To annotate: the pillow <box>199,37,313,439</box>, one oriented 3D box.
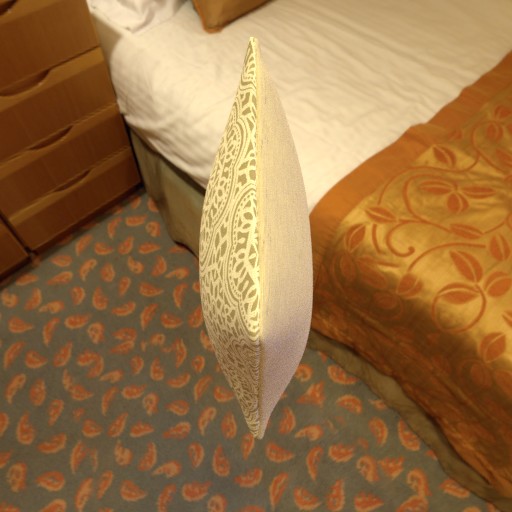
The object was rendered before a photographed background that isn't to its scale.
[{"bbox_3d":[0.000,0.000,0.656,0.167,0.421,0.438,-1,57,0],"label":"pillow"}]
